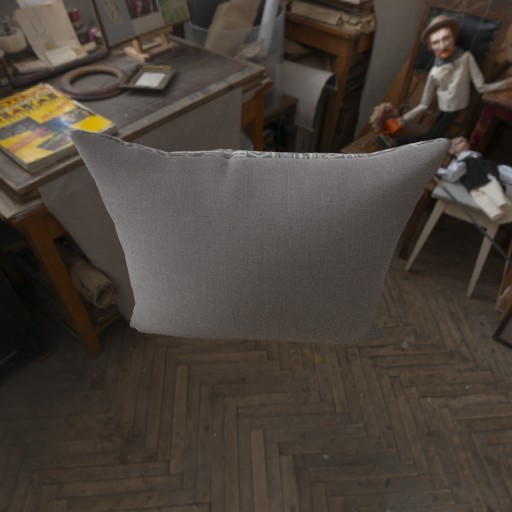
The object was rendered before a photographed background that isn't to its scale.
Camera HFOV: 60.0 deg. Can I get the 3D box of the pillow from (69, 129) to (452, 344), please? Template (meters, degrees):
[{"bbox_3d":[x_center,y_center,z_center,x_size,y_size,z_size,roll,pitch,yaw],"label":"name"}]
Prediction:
[{"bbox_3d":[0.000,0.000,0.789,0.546,0.487,0.180,2,46,2],"label":"pillow"}]
